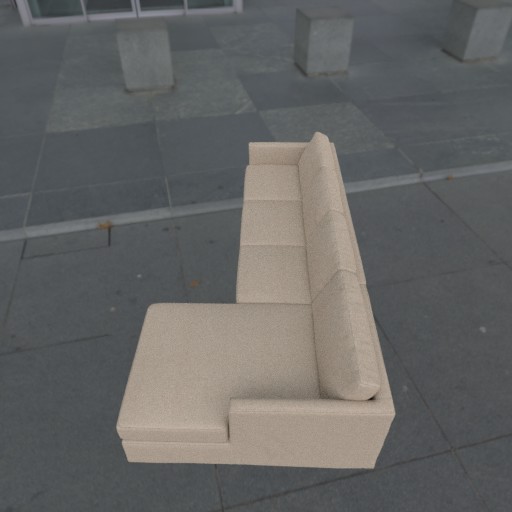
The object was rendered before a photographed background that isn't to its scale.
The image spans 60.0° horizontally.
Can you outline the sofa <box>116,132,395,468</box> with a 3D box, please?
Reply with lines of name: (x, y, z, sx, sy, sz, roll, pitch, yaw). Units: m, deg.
sofa: (0.000, 0.000, 3.783, 1.622, 0.867, 3.177, 1, 42, 1)
